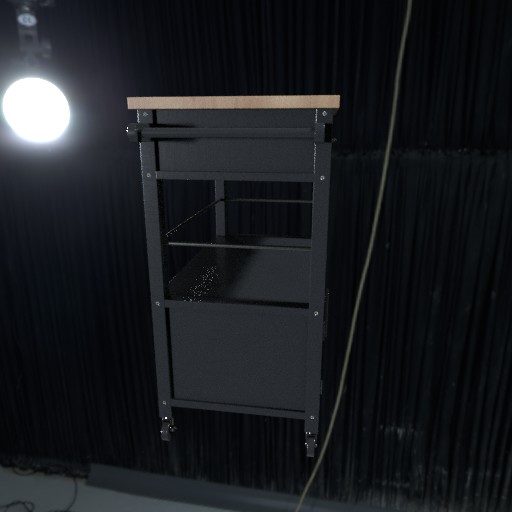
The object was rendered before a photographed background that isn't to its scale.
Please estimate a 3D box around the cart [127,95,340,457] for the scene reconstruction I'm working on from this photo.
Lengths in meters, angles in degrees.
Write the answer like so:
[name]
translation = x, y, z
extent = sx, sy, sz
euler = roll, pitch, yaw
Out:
[cart]
translation = 0.000, 0.000, 1.384
extent = 0.459, 0.901, 0.840
euler = 3, 17, 9
